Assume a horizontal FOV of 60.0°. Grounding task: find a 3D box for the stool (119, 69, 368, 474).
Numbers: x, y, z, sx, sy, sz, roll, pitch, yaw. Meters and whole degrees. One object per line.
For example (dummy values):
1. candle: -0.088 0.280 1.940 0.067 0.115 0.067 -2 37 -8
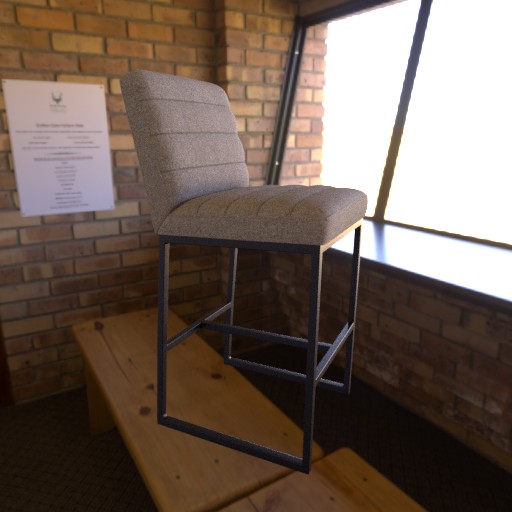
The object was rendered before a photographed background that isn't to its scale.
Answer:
1. stool: 0.000 0.000 1.337 0.571 1.034 0.459 7 17 25
